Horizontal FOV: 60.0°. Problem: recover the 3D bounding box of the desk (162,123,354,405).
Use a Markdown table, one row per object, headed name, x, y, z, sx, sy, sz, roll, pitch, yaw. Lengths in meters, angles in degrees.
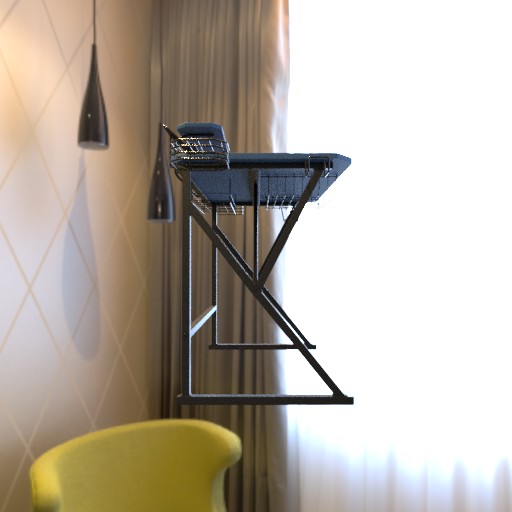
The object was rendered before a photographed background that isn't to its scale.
| name | x | y | z | sx | sy | sz | roll | pitch | yaw |
| --- | --- | --- | --- | --- | --- | --- | --- | --- | --- |
| desk | 0.000 | 0.000 | 1.778 | 0.594 | 0.909 | 1.295 | 0 | -1 | 0 |
